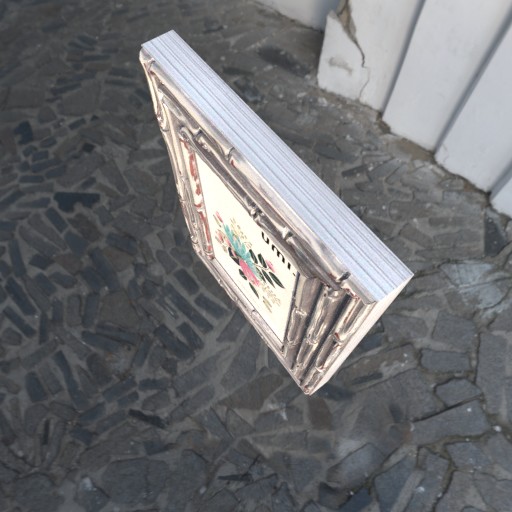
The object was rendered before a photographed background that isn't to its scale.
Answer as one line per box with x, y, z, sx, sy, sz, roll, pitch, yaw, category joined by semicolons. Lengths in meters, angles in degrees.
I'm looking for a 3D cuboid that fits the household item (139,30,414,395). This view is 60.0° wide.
0.000;0.000;0.285;0.025;0.216;0.165;-34;69;-15;household item
